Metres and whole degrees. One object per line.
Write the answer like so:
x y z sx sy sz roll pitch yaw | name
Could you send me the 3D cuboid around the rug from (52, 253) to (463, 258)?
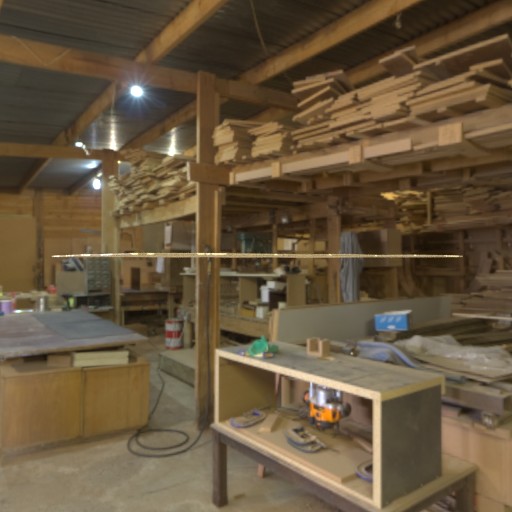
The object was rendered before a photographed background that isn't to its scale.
0.000 0.000 4.507 3.419 0.020 2.441 0 -1 -35 | rug
